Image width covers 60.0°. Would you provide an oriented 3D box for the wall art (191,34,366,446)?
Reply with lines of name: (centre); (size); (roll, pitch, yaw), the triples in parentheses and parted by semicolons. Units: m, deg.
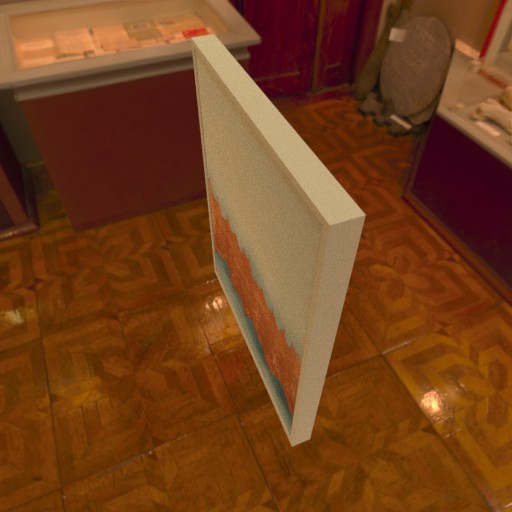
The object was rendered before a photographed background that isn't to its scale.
wall art: (0.000, 0.000, 0.749); (0.039, 0.553, 0.451); (-16, 50, -14)
